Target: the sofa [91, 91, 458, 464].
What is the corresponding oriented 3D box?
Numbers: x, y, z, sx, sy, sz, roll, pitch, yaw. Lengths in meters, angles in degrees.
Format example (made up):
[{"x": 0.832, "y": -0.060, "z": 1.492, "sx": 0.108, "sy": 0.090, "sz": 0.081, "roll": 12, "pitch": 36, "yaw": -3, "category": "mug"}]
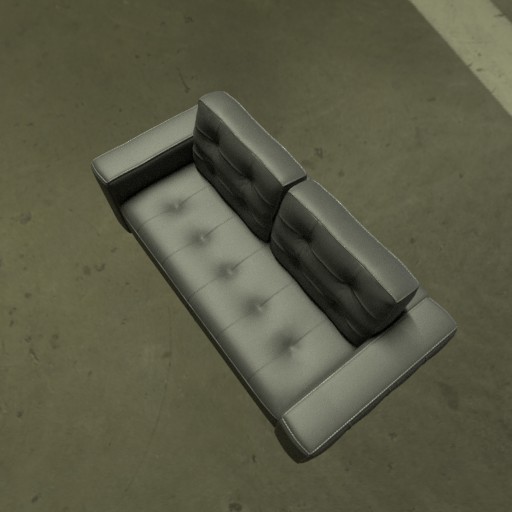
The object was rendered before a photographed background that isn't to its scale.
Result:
[{"x": 0.000, "y": 0.000, "z": 2.169, "sx": 0.833, "sy": 0.892, "sz": 1.726, "roll": -34, "pitch": 67, "yaw": -16, "category": "sofa"}]
